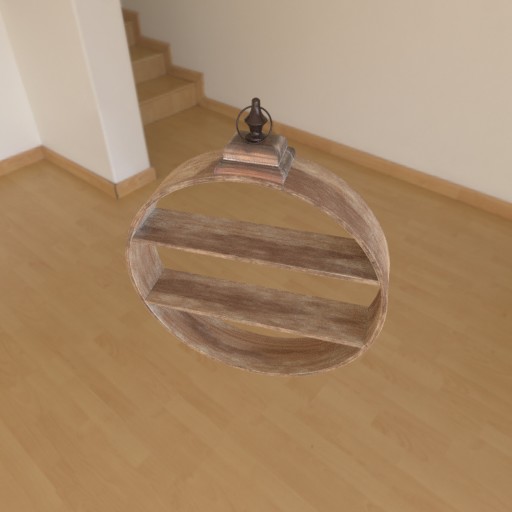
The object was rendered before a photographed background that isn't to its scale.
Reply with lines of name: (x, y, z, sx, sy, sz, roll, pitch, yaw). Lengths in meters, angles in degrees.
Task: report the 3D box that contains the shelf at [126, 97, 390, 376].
shelf: (0.000, 0.000, 1.007, 0.601, 0.725, 0.125, 10, 42, 11)
